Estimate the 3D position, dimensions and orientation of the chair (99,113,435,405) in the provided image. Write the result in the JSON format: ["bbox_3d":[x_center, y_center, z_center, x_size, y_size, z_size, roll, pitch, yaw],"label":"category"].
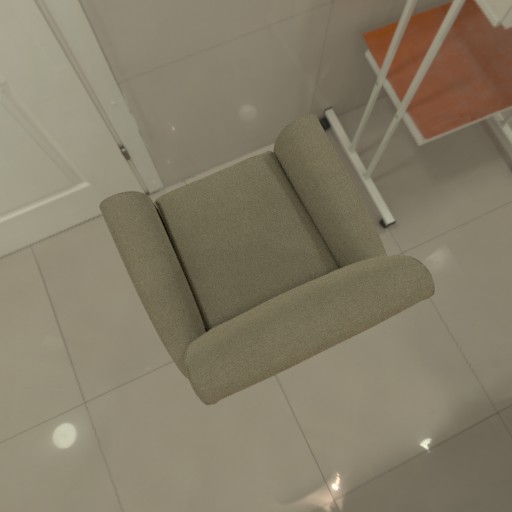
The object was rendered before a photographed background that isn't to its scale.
[{"bbox_3d":[0.000,0.000,1.782,0.978,1.061,0.905,-24,75,-7],"label":"chair"}]
